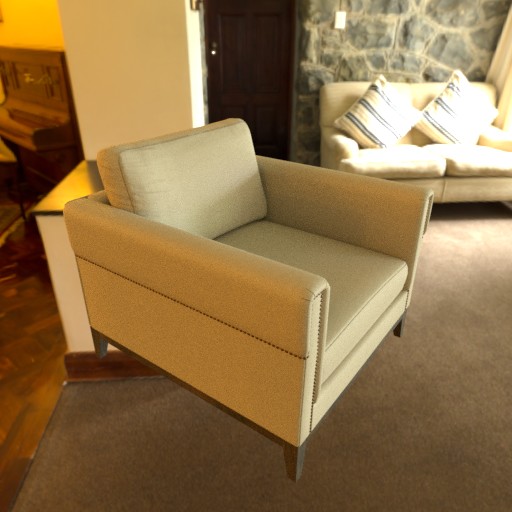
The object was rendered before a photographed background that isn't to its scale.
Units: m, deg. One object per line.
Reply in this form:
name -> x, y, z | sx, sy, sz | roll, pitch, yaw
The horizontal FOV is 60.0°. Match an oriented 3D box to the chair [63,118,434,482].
chair -> 0.000, 0.000, 1.644 | 0.959, 0.838, 0.914 | 19, 33, 32
